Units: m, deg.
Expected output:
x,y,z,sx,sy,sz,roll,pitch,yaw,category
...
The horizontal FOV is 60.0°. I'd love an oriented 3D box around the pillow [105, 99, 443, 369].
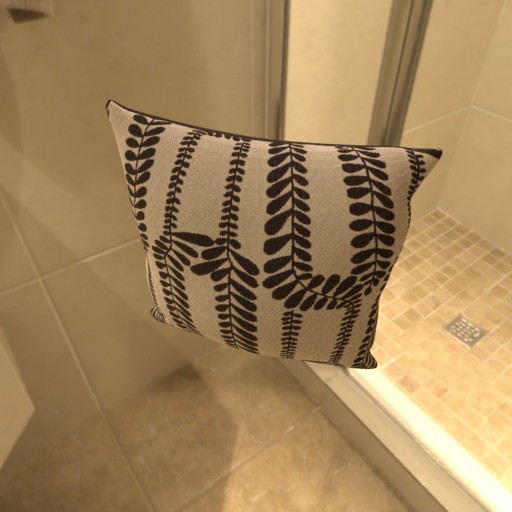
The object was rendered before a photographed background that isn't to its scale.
x,y,z,sx,sy,sz,roll,pitch,yaw,category
0.000,0.000,0.683,0.440,0.441,0.182,11,43,13,pillow
